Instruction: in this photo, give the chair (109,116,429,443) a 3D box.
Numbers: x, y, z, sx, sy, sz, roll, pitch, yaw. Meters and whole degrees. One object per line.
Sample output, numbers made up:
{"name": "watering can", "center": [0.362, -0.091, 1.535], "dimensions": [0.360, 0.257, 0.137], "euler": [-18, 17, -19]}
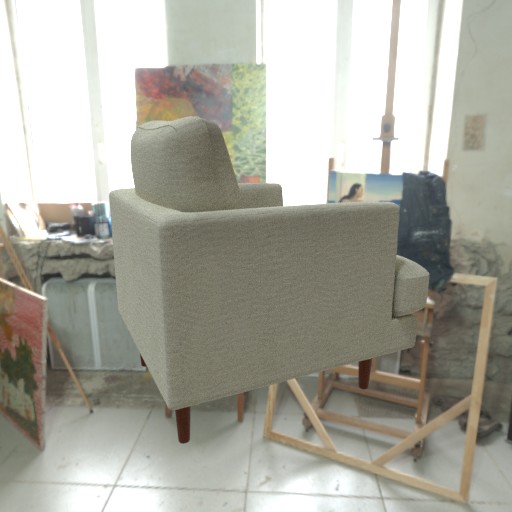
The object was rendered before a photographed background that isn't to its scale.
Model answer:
{"name": "chair", "center": [0.000, 0.000, 1.635], "dimensions": [0.899, 0.957, 0.858], "euler": [-7, 16, -25]}
